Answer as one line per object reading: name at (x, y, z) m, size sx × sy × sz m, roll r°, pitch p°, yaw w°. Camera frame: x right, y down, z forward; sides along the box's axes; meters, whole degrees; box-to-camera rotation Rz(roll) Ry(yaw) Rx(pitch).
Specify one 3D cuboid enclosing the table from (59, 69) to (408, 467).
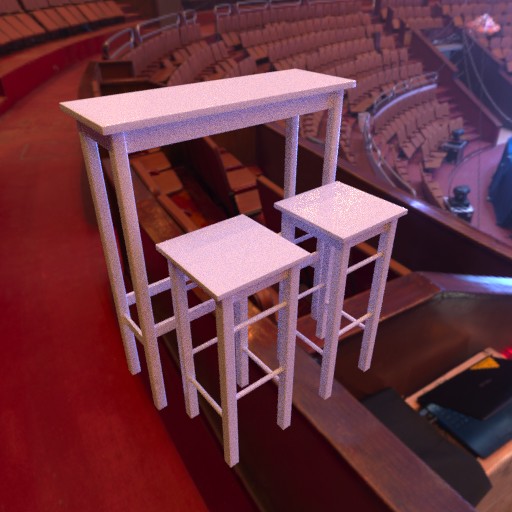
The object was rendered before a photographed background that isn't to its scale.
table at (0.000, 0.000, 1.567) m, size 0.915 × 1.065 × 0.650 m, roll -23°, pitch 39°, yaw -32°
